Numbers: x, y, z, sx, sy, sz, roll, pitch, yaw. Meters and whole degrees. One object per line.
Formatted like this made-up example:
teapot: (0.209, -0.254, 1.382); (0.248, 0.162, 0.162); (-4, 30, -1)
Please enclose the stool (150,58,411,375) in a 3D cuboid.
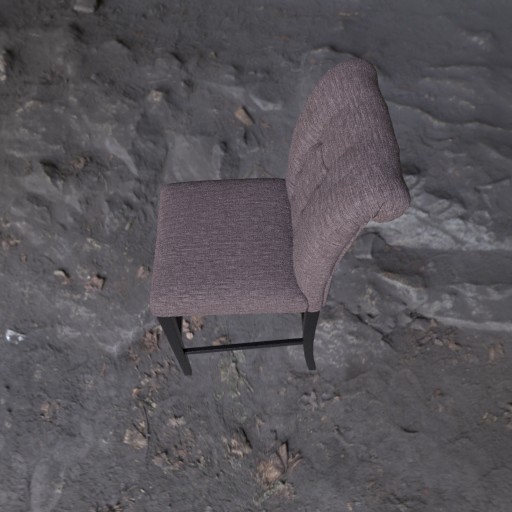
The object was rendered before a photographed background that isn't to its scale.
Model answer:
stool: (0.000, 0.000, 1.426); (0.613, 1.131, 0.452); (-2, 59, -1)
